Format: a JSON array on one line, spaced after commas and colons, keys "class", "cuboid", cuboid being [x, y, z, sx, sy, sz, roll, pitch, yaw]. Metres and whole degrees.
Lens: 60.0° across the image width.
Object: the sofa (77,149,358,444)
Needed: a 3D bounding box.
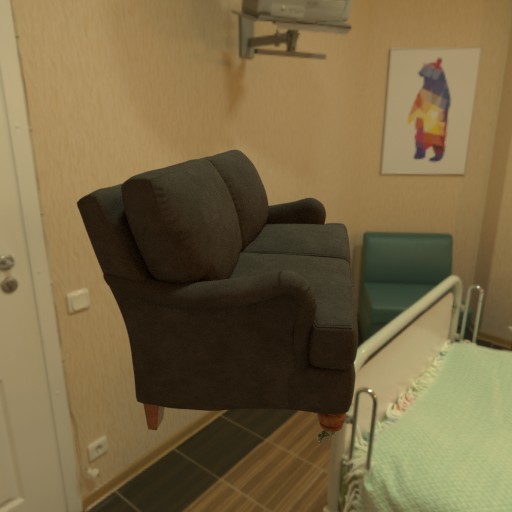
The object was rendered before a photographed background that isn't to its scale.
[{"class": "sofa", "cuboid": [0.000, 0.000, 2.535, 1.084, 1.101, 1.853, 3, 17, 9]}]
